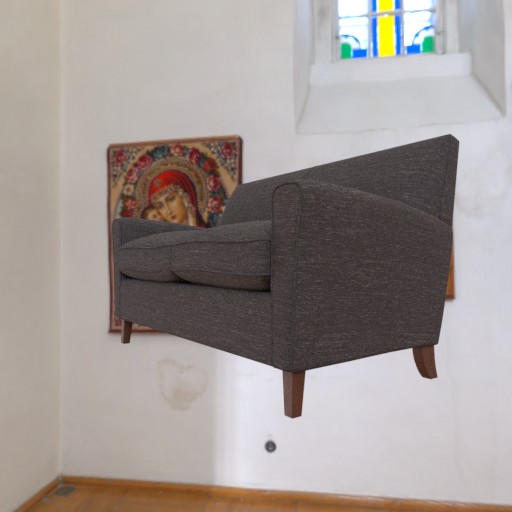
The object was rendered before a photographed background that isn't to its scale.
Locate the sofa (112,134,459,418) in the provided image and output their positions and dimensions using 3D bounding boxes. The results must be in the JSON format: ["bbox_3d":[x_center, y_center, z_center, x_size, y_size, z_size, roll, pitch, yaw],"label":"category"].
[{"bbox_3d":[0.000,0.000,1.992,0.867,0.905,1.509,0,0,-36],"label":"sofa"}]
